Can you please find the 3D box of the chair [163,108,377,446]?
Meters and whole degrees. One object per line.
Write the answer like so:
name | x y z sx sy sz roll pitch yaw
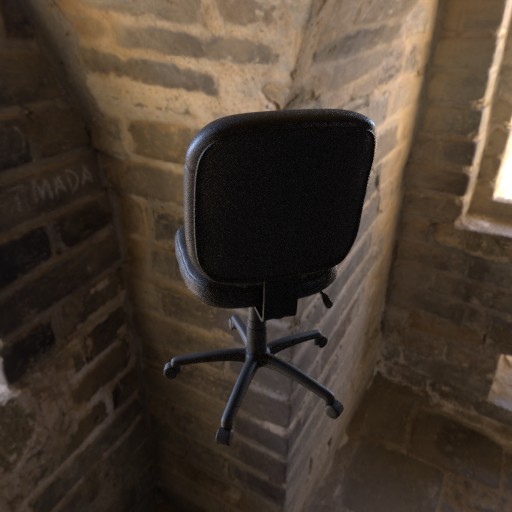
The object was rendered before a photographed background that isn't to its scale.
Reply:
chair | 0.000 0.000 1.406 0.647 0.959 0.646 -8 27 -16
